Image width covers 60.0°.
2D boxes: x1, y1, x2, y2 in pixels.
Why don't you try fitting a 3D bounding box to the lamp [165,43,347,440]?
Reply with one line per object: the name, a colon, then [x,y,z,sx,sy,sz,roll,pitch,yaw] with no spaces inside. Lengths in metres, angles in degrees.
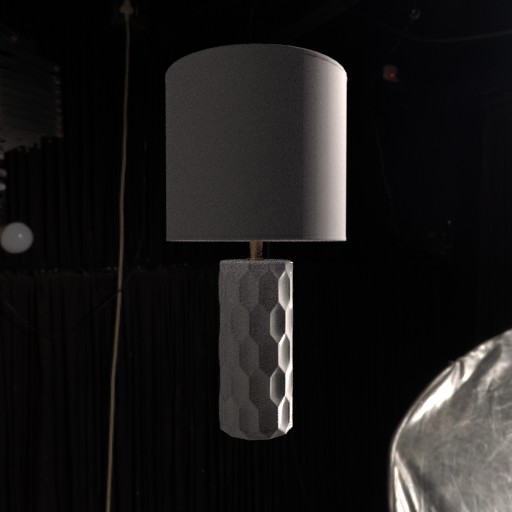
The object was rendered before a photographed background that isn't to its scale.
lamp: [0.000,0.000,0.697,0.277,0.537,0.277,-1,2,-35]
